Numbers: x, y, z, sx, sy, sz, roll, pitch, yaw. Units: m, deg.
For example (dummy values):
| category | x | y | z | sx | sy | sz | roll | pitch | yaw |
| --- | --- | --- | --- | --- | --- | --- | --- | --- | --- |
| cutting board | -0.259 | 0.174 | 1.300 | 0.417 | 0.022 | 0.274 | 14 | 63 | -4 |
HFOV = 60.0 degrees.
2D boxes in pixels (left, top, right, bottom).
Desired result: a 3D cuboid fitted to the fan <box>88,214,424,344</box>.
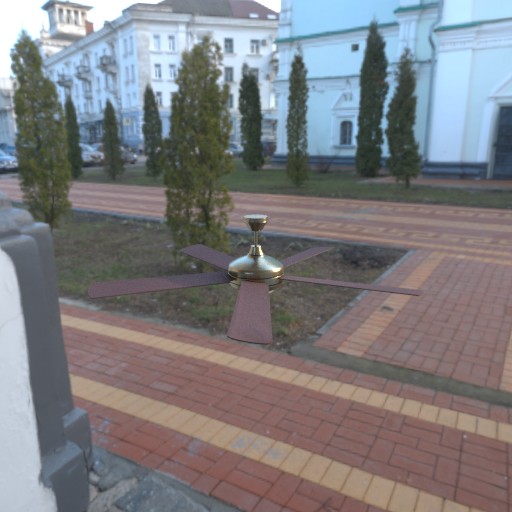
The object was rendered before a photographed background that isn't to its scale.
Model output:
| category | x | y | z | sx | sy | sz | roll | pitch | yaw |
| --- | --- | --- | --- | --- | --- | --- | --- | --- | --- |
| fan | 0.000 | 0.000 | 1.968 | 1.321 | 0.356 | 1.321 | -13 | 19 | -43 |
